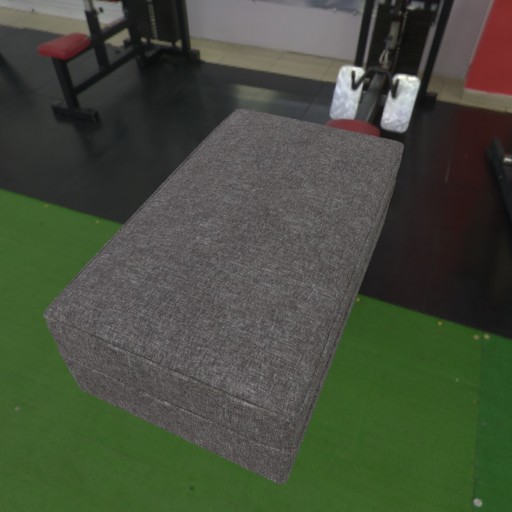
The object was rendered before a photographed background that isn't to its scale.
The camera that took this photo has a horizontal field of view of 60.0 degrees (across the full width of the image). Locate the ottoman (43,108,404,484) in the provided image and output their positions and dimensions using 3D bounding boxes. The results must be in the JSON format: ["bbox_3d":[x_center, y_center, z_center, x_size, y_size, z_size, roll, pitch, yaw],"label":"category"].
[{"bbox_3d":[0.000,0.000,1.511,0.717,0.487,1.184,18,49,17],"label":"ottoman"}]
